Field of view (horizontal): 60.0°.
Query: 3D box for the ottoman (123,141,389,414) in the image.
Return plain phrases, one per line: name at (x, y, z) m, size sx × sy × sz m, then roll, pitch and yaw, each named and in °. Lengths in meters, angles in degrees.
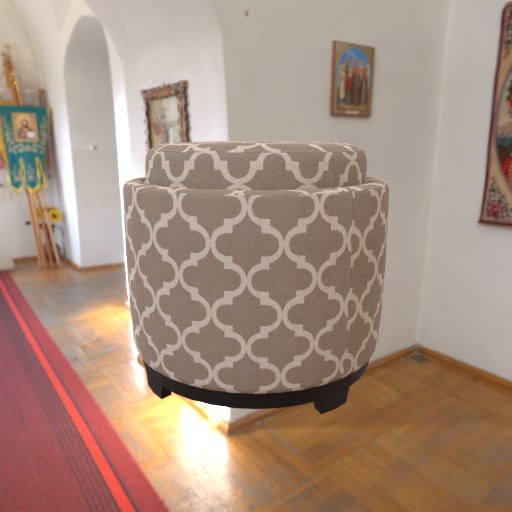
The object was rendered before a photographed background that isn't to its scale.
ottoman at (0.000, 0.000, 0.854) m, size 0.480 × 0.429 × 0.480 m, roll 0°, pitch 14°, yaw 0°
